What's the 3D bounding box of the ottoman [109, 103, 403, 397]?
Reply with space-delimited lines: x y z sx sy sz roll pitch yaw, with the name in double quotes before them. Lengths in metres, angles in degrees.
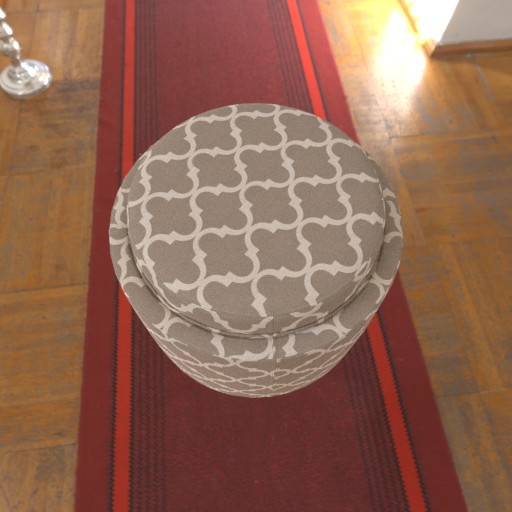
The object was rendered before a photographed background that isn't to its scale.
"ottoman" 0.000 0.000 0.844 0.480 0.429 0.480 0 63 0
